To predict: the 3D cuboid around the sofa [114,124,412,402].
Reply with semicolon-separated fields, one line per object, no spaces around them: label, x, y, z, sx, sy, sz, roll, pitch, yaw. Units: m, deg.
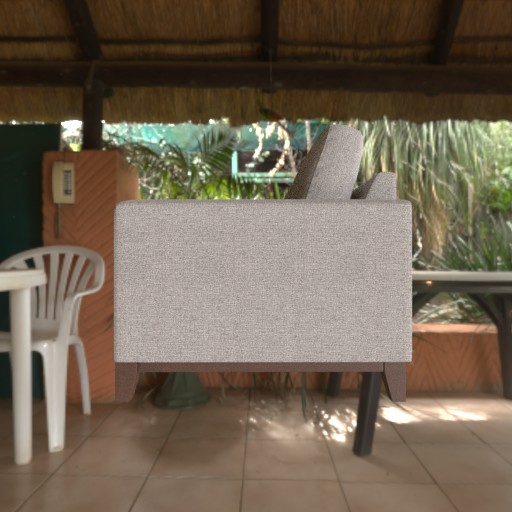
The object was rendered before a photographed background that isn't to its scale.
sofa;0.000;0.000;2.007;0.917;0.873;1.420;0;0;0
